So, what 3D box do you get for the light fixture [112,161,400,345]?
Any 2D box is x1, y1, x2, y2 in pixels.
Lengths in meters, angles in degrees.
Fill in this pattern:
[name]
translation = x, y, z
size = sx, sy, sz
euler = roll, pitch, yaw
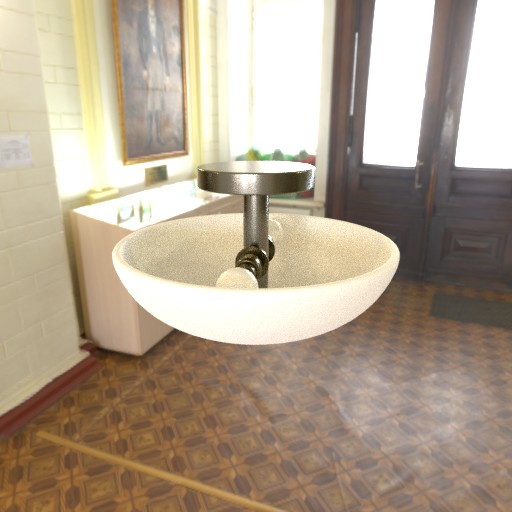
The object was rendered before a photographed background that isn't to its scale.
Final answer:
[light fixture]
translation = 0.000, 0.000, 0.537
size = 0.330, 0.214, 0.330
euler = 0, 17, 0
